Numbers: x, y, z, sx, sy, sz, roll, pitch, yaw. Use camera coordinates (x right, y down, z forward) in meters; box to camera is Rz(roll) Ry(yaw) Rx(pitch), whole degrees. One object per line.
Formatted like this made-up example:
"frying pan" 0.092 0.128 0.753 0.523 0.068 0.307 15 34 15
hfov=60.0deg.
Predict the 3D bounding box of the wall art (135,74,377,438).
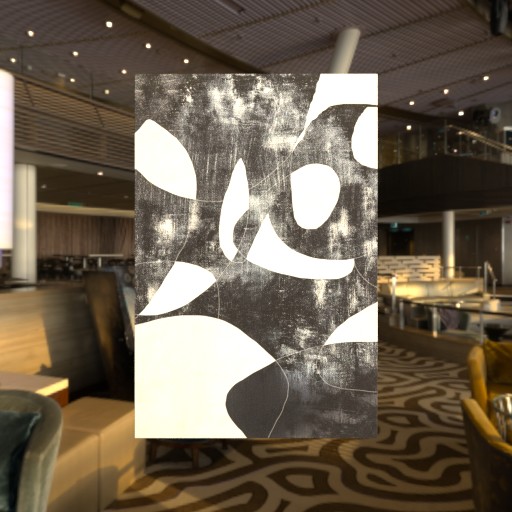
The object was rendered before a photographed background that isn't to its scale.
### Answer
"wall art" 0.000 0.000 0.761 0.407 0.610 0.039 0 0 0
